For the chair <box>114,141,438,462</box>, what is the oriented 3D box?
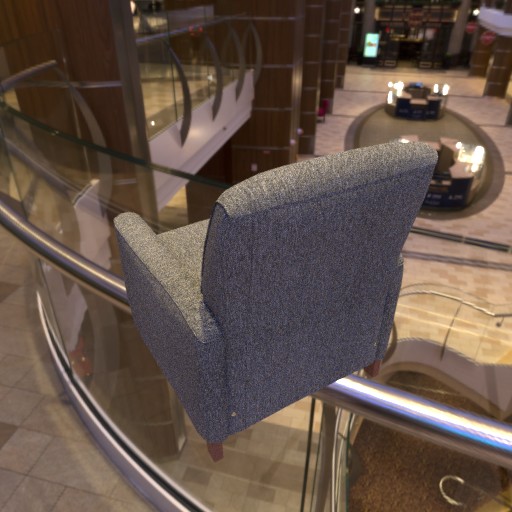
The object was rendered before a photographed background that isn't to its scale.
[{"bbox_3d":[0.000,0.000,1.623,0.848,1.014,0.864,-18,36,-26],"label":"chair"}]
